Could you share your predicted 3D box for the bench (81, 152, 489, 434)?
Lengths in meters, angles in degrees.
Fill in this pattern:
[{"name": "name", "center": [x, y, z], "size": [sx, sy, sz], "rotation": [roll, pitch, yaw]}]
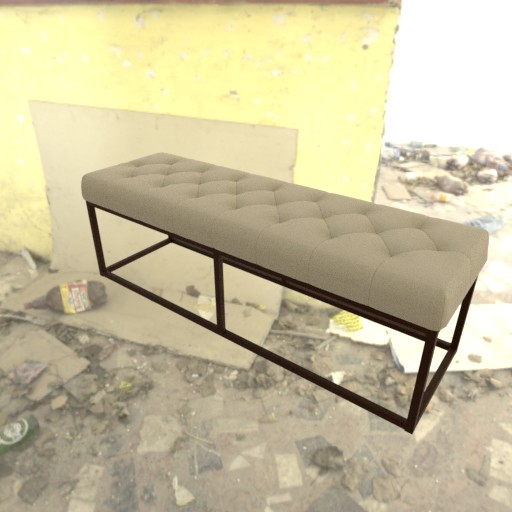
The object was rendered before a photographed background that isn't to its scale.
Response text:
[{"name": "bench", "center": [0.000, 0.000, 1.693], "size": [1.488, 0.488, 0.479], "rotation": [20, 34, 32]}]
